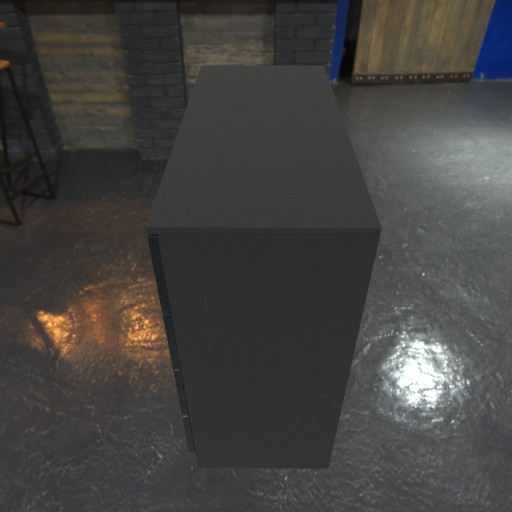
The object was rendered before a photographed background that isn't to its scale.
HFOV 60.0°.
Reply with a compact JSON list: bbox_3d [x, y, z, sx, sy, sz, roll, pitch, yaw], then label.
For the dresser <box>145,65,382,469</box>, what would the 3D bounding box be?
[{"bbox_3d":[0.000,0.000,1.139,0.360,0.720,0.750,0,39,0],"label":"dresser"}]
